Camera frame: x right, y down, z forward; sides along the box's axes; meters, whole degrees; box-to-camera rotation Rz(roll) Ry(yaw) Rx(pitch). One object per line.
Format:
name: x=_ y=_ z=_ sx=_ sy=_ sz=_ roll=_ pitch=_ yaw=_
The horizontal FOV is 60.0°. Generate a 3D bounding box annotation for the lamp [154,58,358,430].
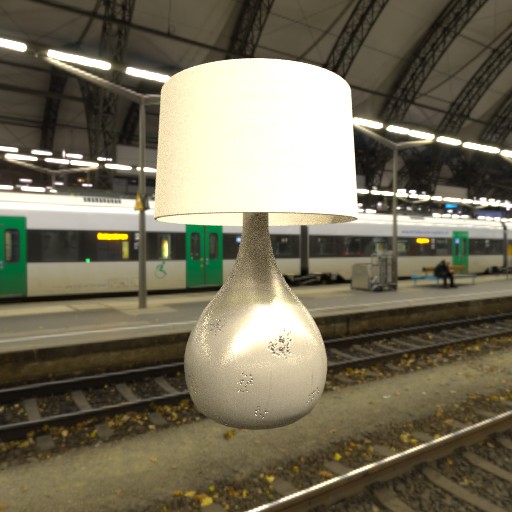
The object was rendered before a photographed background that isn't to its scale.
lamp: x=0.000 y=0.000 z=0.736 sx=0.330 sy=0.521 sz=0.330 roll=0 pitch=1 yaw=0
